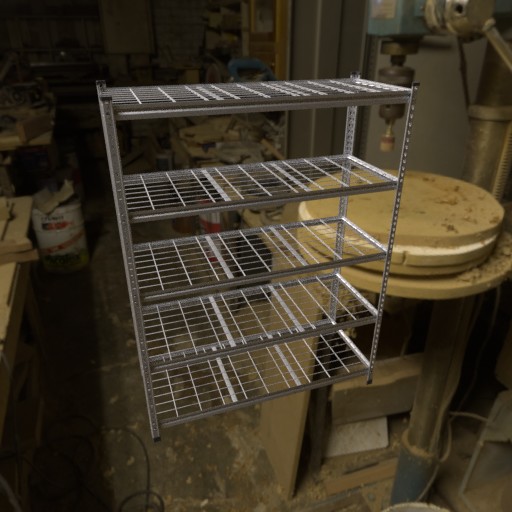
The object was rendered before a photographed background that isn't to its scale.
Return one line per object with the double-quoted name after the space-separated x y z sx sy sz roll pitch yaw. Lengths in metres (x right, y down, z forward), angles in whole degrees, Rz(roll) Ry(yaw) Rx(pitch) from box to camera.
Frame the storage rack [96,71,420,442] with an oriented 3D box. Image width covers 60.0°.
0.000 0.000 2.690 1.524 1.981 0.610 -9 29 -17 "storage rack"
